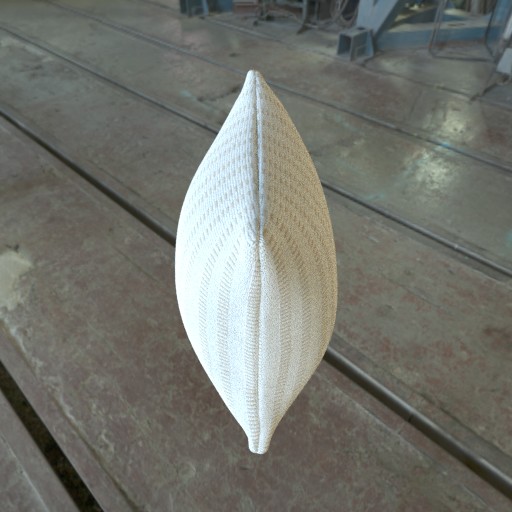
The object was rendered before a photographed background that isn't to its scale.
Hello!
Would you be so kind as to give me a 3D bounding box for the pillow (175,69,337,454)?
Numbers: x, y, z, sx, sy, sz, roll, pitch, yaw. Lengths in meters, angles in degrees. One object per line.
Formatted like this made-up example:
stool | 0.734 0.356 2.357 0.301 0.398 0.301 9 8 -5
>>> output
pillow | 0.000 0.000 0.685 0.247 0.419 0.438 0 42 0
